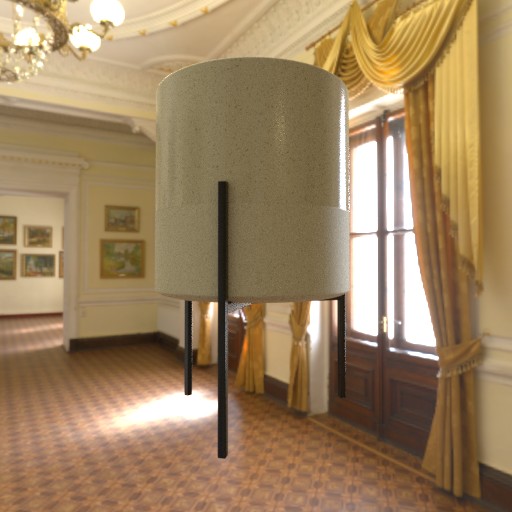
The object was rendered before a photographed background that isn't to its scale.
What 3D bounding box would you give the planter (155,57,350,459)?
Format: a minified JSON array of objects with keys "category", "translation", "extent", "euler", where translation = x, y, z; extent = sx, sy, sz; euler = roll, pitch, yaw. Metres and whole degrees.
[{"category":"planter","translation":[0.000,0.000,0.549],"extent":[0.243,0.390,0.234],"euler":[0,-1,-17]}]
